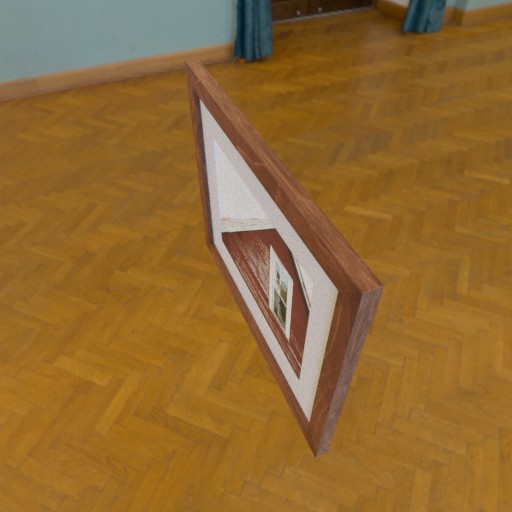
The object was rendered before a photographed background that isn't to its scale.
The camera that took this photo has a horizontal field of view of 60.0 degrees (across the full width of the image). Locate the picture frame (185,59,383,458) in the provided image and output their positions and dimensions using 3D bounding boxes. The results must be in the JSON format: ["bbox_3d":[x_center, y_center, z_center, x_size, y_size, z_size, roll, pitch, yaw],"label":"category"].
[{"bbox_3d":[0.000,0.000,0.770,0.025,0.457,0.559,-18,50,-16],"label":"picture frame"}]
